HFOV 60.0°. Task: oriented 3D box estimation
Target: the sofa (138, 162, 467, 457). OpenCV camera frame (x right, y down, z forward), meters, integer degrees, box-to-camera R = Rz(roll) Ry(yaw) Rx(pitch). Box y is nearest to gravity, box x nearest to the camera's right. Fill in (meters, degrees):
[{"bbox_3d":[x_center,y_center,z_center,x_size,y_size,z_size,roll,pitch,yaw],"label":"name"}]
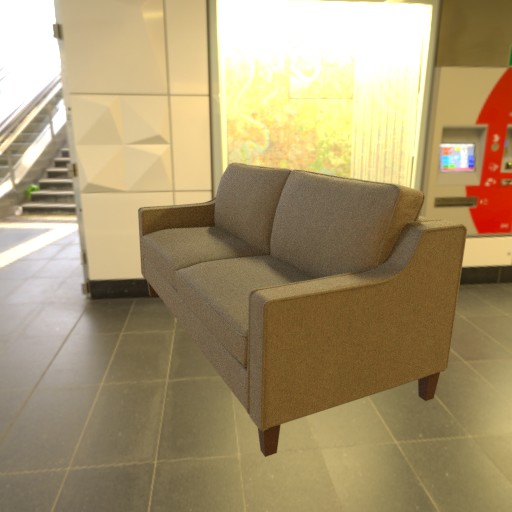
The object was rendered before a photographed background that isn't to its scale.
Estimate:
[{"bbox_3d":[0.000,0.000,2.791,1.073,1.074,2.181,-8,18,-25],"label":"sofa"}]
